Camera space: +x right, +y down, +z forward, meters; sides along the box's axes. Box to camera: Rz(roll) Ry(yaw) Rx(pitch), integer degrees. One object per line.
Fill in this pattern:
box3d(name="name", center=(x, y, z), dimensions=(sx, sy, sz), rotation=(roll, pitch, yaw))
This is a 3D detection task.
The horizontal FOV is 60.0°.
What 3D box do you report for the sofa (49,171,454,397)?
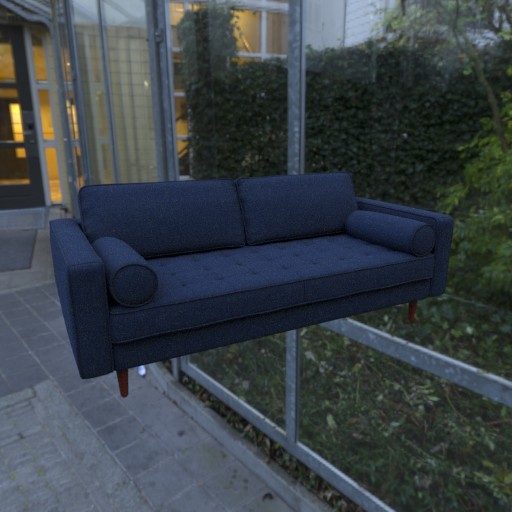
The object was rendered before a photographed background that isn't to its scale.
box3d(name="sofa", center=(0.000, 0.000, 2.293), dimensions=(1.880, 0.762, 0.914), rotation=(-8, 18, -26))
